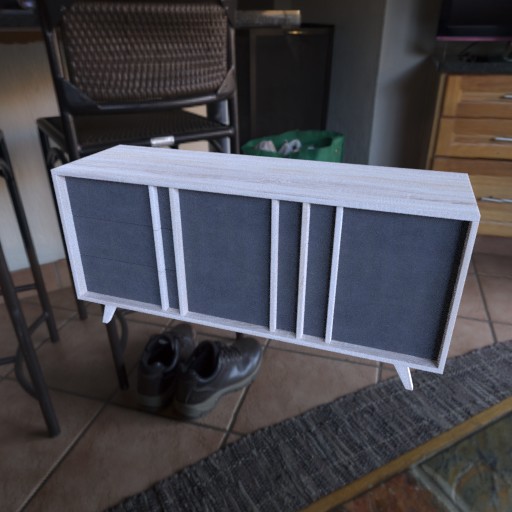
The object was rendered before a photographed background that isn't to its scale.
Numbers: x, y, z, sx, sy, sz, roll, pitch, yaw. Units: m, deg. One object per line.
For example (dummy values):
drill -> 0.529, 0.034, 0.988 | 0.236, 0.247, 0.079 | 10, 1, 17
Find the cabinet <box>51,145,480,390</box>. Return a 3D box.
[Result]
cabinet -> 0.000, 0.000, 2.005 | 1.650, 0.780, 0.500 | 9, 28, 17
